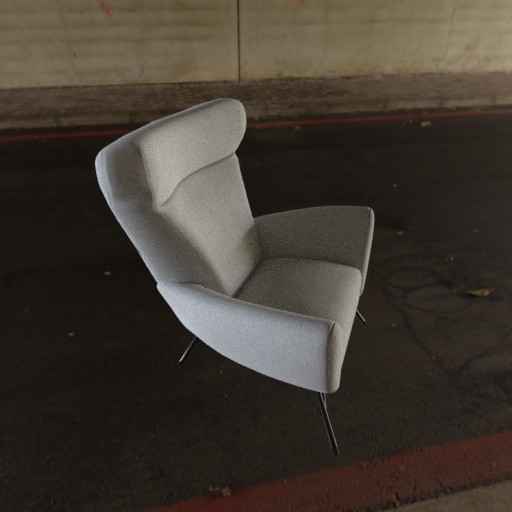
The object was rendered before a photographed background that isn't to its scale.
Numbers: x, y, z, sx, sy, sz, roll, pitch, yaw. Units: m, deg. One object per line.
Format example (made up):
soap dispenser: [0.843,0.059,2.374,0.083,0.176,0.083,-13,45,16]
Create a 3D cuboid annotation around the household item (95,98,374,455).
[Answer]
household item: [0.000,0.000,1.774,0.900,1.050,0.980,10,31,17]
